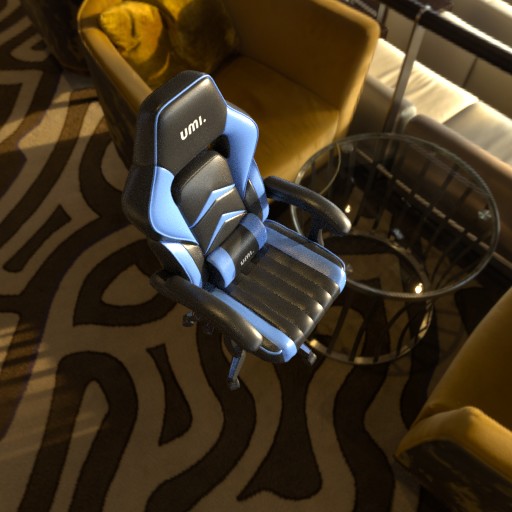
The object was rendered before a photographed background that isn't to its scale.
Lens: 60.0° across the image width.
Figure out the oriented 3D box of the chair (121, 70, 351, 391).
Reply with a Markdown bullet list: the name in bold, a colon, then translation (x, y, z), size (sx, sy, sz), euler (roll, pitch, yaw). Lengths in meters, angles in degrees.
- **chair**: translation (0.000, 0.000, 1.721), size (0.700, 1.280, 0.700), euler (32, 63, 19)
